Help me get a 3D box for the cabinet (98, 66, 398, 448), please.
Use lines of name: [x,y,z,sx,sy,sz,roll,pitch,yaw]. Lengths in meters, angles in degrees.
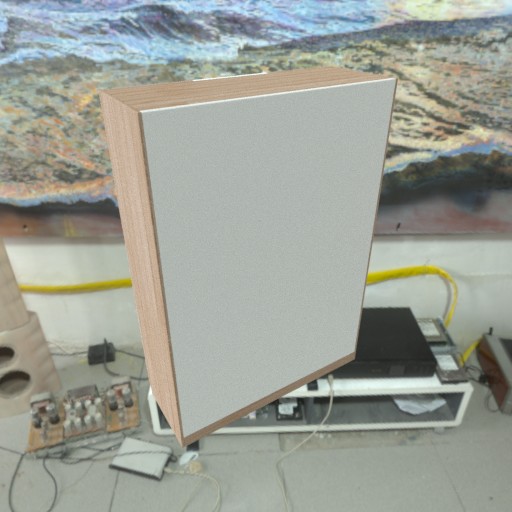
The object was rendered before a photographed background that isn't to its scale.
cabinet: [0.000,0.000,2.880,1.500,2.120,0.590,-18,35,-27]
